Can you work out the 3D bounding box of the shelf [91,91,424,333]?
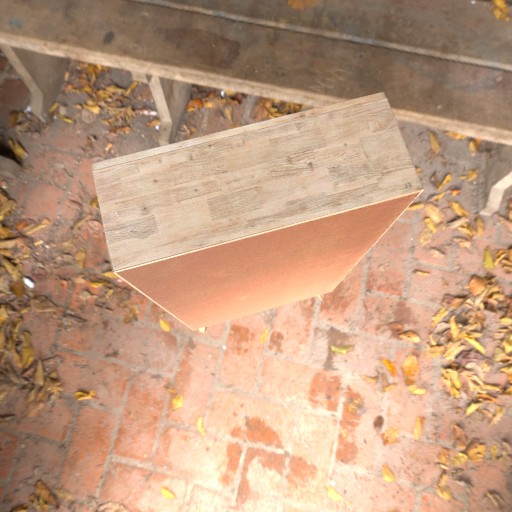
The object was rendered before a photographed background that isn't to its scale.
[{"bbox_3d":[0.000,0.000,1.768,0.748,1.471,0.308,-15,75,-4],"label":"shelf"}]
